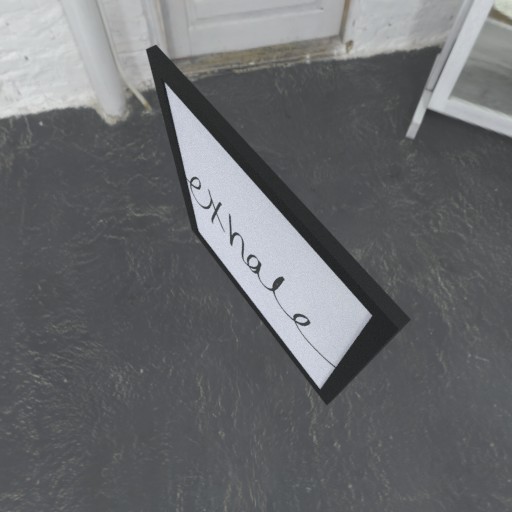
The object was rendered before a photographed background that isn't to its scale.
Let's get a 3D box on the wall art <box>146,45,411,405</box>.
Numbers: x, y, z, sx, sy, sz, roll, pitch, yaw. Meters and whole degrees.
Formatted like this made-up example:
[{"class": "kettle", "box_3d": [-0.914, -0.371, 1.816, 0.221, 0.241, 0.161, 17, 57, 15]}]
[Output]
[{"class": "wall art", "box_3d": [0.000, 0.000, 0.538, 0.012, 0.357, 0.358, -33, 68, -15]}]
